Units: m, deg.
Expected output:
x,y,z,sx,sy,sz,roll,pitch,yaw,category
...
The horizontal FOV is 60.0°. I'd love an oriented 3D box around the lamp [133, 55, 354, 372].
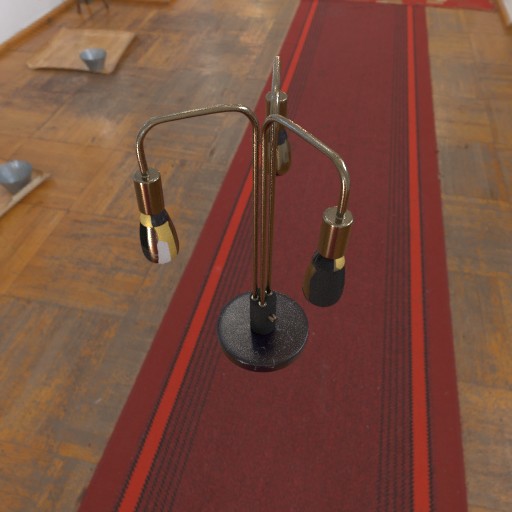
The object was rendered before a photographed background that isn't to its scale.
x,y,z,sx,sy,sz,roll,pitch,yaw,category
0.000,0.000,0.788,0.355,0.560,0.368,-25,51,-22,lamp
